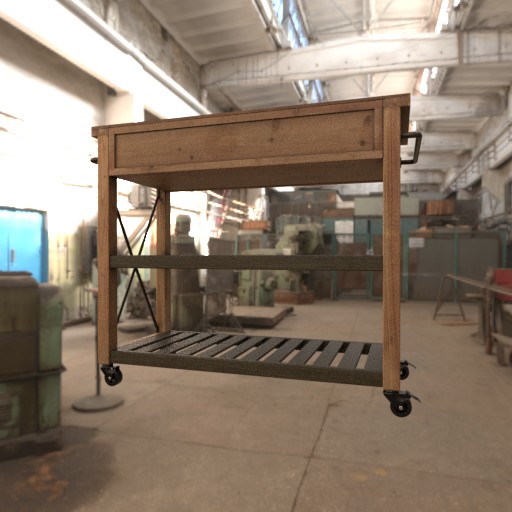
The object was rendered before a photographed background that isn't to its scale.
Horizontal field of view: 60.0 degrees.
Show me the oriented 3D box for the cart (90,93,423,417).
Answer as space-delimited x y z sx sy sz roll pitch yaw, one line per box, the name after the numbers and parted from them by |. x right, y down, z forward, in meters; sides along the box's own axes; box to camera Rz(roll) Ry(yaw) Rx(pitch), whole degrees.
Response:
0.000 0.000 0.991 0.686 0.554 0.298 0 0 18 | cart
